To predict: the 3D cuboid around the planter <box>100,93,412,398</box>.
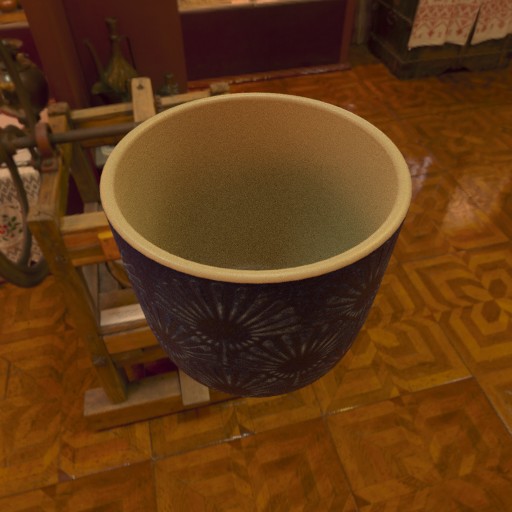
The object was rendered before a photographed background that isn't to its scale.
[{"bbox_3d":[0.000,0.000,0.219,0.124,0.109,0.124,0,47,0],"label":"planter"}]
